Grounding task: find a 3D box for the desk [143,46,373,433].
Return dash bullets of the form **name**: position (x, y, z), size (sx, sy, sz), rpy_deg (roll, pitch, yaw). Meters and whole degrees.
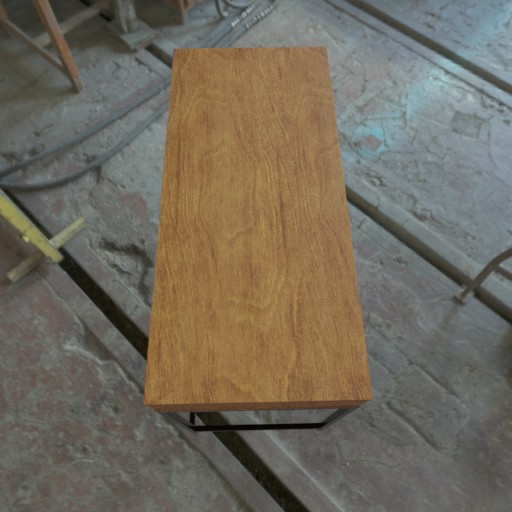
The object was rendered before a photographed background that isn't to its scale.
- **desk**: position (0.000, 0.000, 1.446), size (0.470, 0.762, 1.016), rpy_deg (-1, 64, -1)
